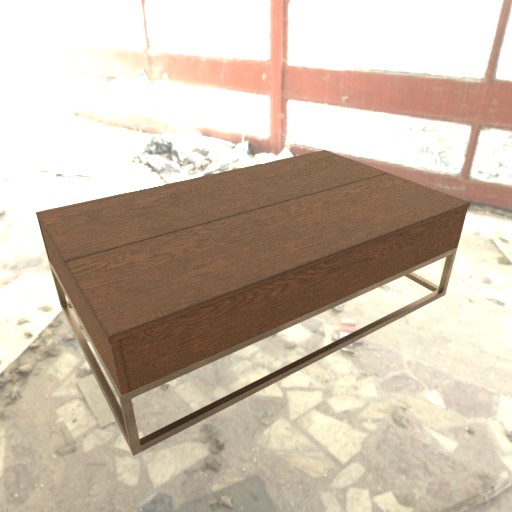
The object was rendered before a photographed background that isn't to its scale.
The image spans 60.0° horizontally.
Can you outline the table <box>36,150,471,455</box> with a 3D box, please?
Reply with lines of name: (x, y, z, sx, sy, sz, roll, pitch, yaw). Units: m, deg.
table: (0.000, 0.000, 1.478, 1.167, 0.361, 0.719, -19, 35, -29)
